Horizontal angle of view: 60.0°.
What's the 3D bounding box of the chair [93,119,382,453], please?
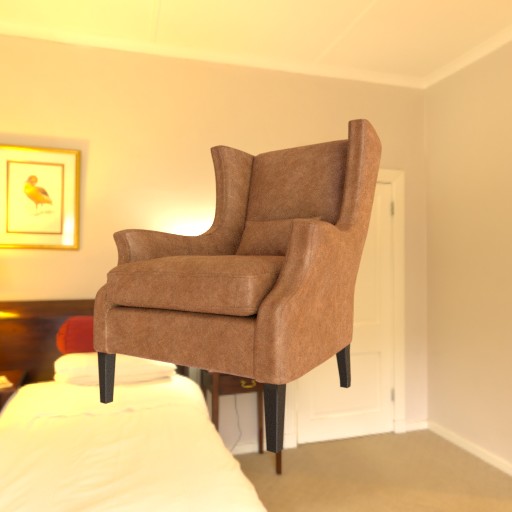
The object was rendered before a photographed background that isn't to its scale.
[{"bbox_3d":[0.000,0.000,1.689,0.853,1.016,0.926,0,-1,35],"label":"chair"}]
